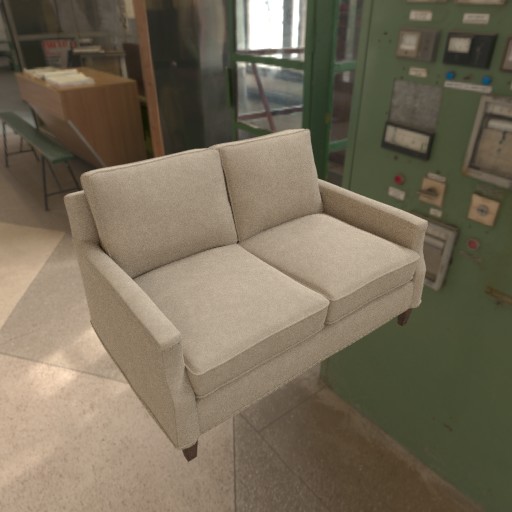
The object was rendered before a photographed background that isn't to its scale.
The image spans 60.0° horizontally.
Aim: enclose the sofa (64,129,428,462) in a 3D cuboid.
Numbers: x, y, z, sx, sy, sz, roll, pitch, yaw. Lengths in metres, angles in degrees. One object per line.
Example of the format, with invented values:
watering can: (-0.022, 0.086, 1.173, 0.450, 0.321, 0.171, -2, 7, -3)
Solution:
sofa: (0.000, 0.000, 2.312, 1.597, 1.002, 1.084, -21, 36, -32)
